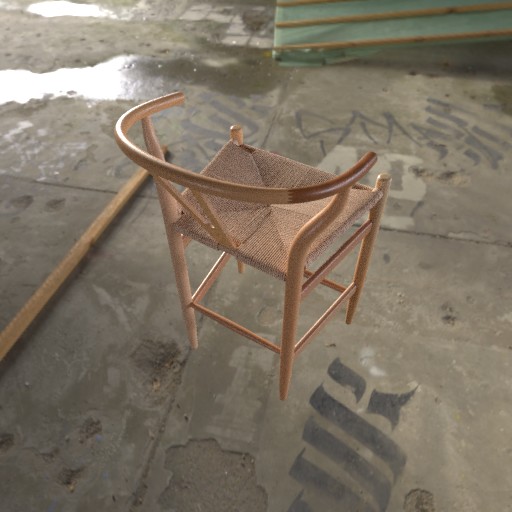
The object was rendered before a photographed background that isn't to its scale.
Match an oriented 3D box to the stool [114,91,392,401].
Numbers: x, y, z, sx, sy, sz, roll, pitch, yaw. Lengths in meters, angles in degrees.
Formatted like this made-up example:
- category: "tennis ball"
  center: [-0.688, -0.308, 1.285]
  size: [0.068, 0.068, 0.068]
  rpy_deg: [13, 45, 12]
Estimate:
- category: "stool"
  center: [0.000, 0.000, 1.263]
  size: [0.536, 0.923, 0.575]
  rpy_deg: [24, 51, 22]
